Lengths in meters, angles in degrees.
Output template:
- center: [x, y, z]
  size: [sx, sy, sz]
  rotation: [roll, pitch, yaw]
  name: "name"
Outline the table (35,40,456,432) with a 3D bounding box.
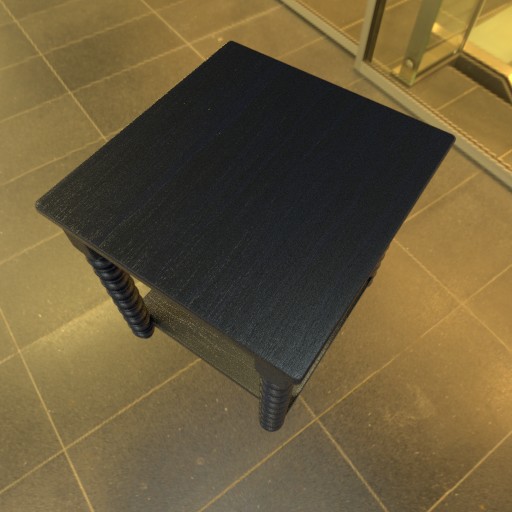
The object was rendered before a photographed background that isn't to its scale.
- center: [0.000, 0.000, 0.984]
  size: [0.500, 0.567, 0.533]
  rotation: [31, 63, 17]
  name: "table"
